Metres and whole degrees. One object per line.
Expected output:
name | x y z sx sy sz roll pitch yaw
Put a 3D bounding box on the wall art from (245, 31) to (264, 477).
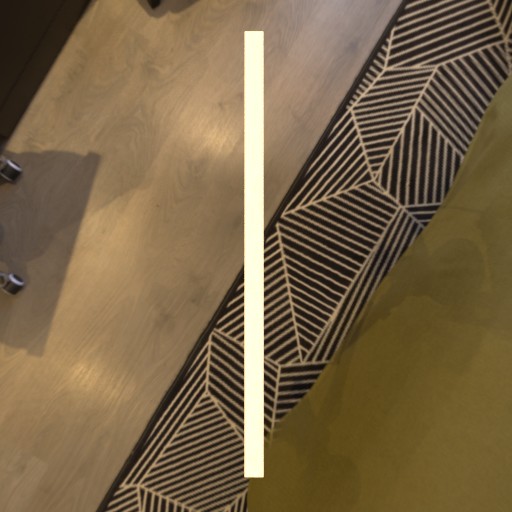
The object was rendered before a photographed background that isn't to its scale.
wall art | 0.000 0.000 1.518 0.045 1.016 1.016 0 89 1
